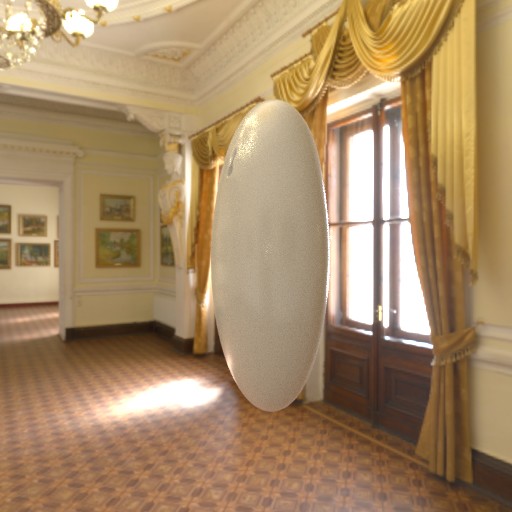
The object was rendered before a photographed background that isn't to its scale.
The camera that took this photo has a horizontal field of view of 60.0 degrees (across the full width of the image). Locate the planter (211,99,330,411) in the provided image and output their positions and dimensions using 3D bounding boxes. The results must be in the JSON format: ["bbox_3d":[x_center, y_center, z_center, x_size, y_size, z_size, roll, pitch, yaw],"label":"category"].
[{"bbox_3d":[0.000,0.000,0.282,0.043,0.188,0.185,0,0,-18],"label":"planter"}]
